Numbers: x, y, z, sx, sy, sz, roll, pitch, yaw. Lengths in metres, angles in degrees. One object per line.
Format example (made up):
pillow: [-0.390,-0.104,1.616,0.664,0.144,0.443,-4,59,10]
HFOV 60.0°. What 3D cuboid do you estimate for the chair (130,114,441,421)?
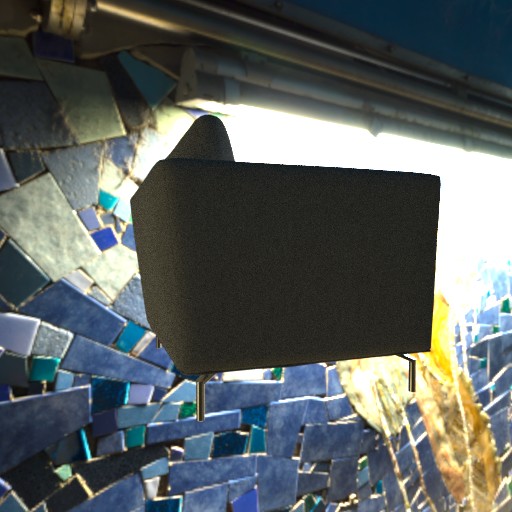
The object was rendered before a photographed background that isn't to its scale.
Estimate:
chair: [0.000,0.000,1.720,0.889,0.864,1.041,-1,2,-20]
